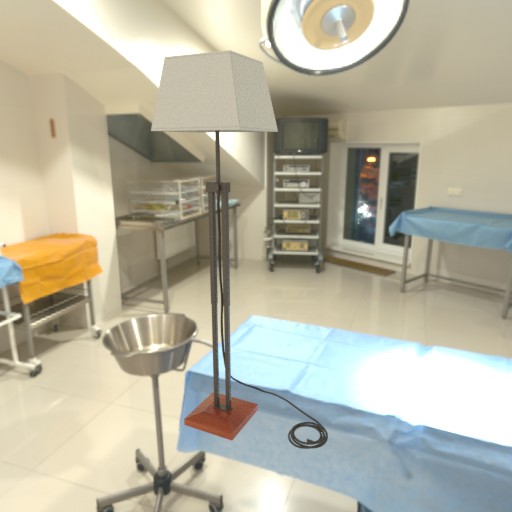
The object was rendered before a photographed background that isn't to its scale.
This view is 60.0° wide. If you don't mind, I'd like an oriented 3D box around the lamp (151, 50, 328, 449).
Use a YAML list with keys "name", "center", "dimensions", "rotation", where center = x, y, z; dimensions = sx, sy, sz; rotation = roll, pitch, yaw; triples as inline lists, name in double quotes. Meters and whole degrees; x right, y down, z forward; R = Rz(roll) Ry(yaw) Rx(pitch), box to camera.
- name: "lamp"
  center: [0.000, 0.000, 2.022]
  dimensions: [0.745, 1.712, 0.472]
  rotation: [7, 16, 26]
